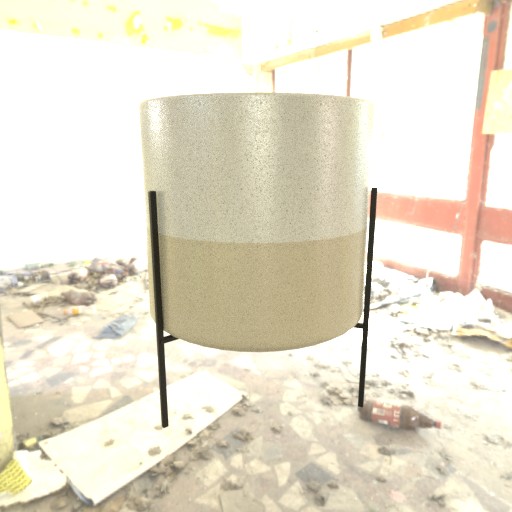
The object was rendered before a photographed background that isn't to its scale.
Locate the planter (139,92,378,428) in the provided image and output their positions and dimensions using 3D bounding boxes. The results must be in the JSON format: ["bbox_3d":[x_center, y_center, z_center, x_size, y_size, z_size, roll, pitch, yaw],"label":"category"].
[{"bbox_3d":[0.000,0.000,0.750,0.359,0.484,0.368,-3,14,-10],"label":"planter"}]
